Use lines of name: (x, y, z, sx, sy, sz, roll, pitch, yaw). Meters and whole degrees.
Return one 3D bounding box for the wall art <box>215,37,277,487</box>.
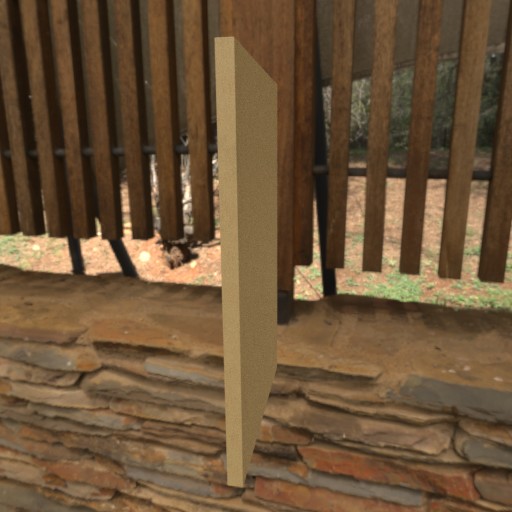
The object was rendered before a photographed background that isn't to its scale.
wall art: (0.000, 0.000, 1.019, 0.039, 0.810, 0.510, 2, 13, 10)
